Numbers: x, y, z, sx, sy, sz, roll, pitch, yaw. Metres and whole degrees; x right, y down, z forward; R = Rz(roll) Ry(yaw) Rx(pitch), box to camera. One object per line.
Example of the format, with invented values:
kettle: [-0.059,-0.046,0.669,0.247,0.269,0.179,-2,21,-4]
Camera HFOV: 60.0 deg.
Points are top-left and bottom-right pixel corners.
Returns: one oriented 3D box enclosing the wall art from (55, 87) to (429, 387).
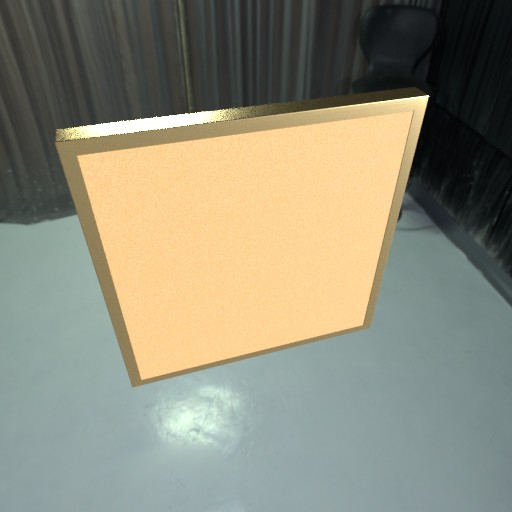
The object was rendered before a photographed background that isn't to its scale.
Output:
wall art: [0.000,0.000,0.455,0.305,0.305,0.023,-11,42,-13]
